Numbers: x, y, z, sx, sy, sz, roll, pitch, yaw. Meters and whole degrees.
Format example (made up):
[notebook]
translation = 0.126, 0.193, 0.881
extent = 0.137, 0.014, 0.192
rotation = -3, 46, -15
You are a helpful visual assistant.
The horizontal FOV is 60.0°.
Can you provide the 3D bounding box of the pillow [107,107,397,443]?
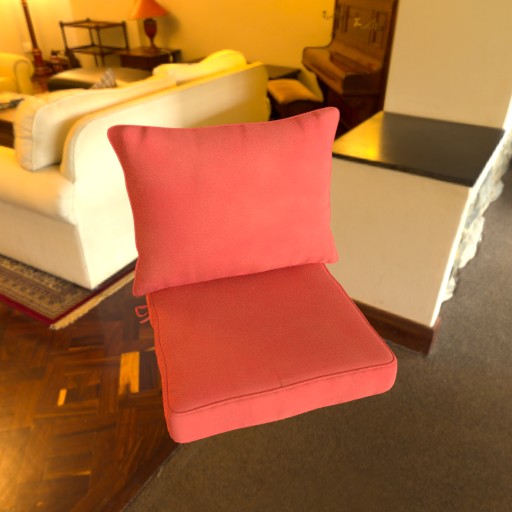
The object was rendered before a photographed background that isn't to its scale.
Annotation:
[pillow]
translation = 0.000, 0.000, 1.386
extent = 0.798, 0.725, 0.733
rotation = -9, 34, -14
